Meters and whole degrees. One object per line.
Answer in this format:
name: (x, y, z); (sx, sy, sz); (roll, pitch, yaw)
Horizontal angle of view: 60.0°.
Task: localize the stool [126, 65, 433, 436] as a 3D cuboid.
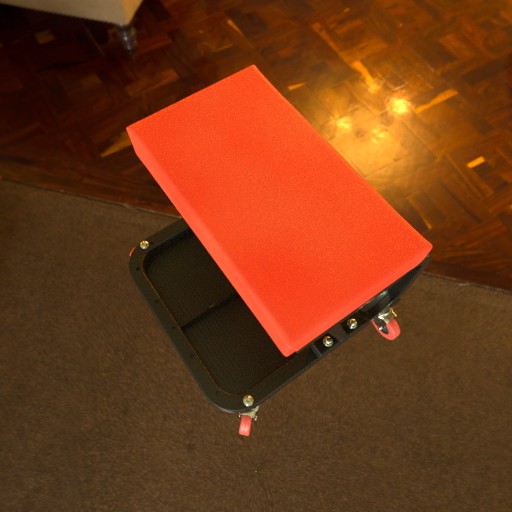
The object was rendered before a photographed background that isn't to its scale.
stool: (0.000, 0.000, 0.718); (0.371, 0.380, 0.446); (-32, 68, -15)
